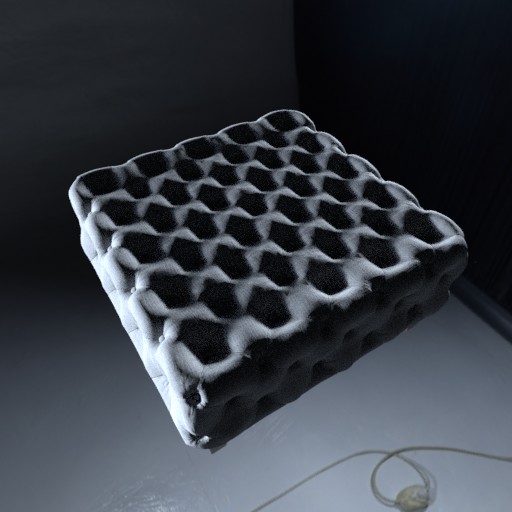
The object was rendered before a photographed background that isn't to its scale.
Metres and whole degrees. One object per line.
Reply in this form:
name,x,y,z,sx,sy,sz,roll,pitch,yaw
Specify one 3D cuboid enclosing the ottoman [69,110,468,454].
ottoman,0.000,0.000,1.183,0.758,0.365,0.764,-25,51,-22
